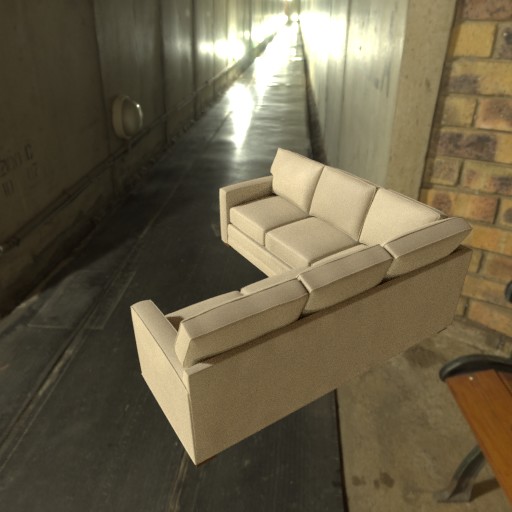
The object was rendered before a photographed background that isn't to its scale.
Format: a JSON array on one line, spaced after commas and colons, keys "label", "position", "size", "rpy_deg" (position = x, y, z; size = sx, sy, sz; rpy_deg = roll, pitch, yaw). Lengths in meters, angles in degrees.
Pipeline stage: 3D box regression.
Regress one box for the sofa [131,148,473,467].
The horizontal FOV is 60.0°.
[{"label": "sofa", "position": [0.000, 0.000, 3.457], "size": [2.189, 0.939, 2.182], "rpy_deg": [-18, 35, -28]}]
